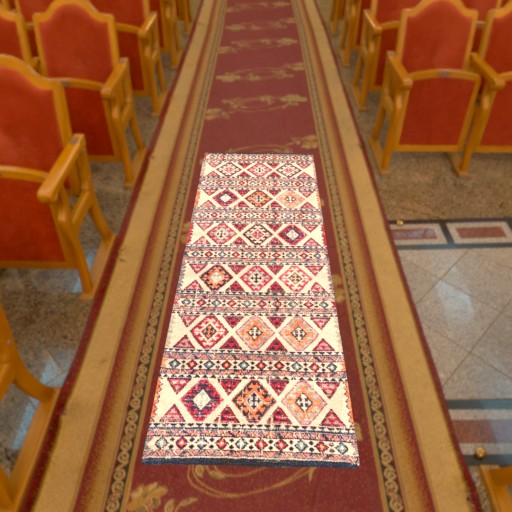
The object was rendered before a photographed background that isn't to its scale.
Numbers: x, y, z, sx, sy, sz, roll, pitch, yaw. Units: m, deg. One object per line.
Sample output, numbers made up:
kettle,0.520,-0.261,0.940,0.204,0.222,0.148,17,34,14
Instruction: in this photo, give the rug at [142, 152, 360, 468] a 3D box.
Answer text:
rug,0.000,0.000,2.544,0.832,0.008,2.362,1,42,1
